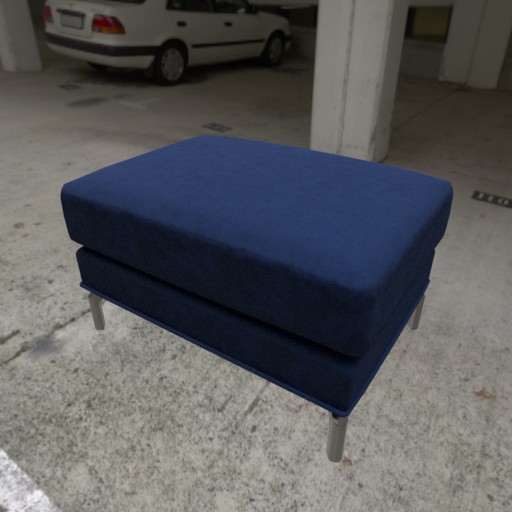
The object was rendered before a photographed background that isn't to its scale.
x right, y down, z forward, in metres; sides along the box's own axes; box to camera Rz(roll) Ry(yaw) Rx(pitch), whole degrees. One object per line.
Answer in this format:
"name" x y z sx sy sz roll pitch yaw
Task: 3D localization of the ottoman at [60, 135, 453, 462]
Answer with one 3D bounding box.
"ottoman" 0.000 0.000 1.210 0.835 0.498 0.587 19 35 29
